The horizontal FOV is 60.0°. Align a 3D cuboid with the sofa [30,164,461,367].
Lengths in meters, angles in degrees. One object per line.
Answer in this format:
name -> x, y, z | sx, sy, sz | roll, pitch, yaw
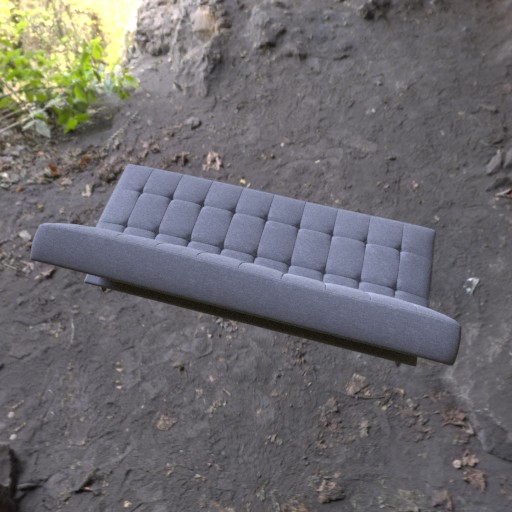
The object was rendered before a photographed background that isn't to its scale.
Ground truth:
sofa -> 0.000, 0.000, 2.260 | 1.800, 0.810, 0.860 | 13, 63, 7
